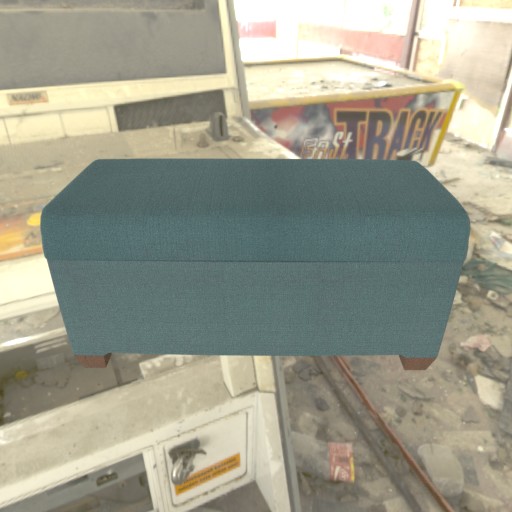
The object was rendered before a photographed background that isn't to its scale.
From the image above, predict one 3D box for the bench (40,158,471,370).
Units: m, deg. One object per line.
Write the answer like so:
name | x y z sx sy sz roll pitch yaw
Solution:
bench | 0.000 0.000 1.270 0.995 0.474 0.476 0 30 1
